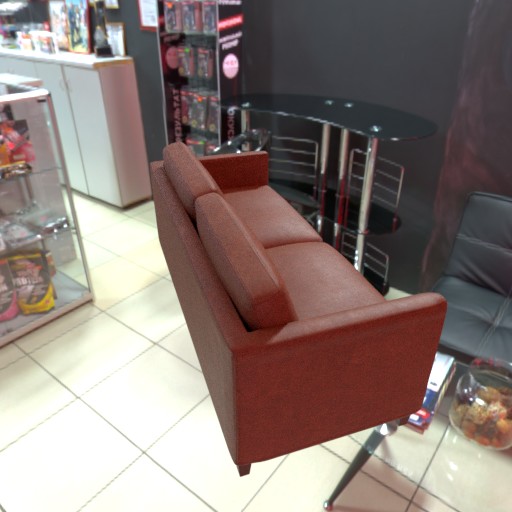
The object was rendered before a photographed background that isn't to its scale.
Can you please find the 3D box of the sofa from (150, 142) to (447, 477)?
[{"bbox_3d":[0.000,0.000,2.680,0.950,0.932,2.204,-10,32,-16],"label":"sofa"}]
